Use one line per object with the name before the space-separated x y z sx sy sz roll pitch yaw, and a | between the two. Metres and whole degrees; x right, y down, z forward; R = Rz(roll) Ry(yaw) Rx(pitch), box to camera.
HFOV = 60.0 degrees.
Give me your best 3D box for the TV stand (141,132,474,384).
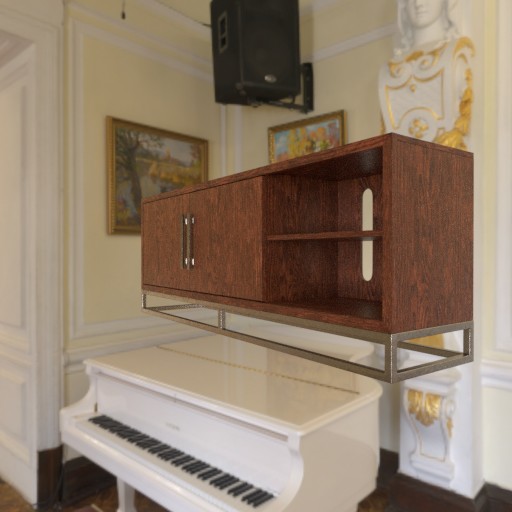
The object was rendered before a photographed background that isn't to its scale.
TV stand | 0.000 0.000 1.741 0.382 0.578 1.541 0 0 -36
